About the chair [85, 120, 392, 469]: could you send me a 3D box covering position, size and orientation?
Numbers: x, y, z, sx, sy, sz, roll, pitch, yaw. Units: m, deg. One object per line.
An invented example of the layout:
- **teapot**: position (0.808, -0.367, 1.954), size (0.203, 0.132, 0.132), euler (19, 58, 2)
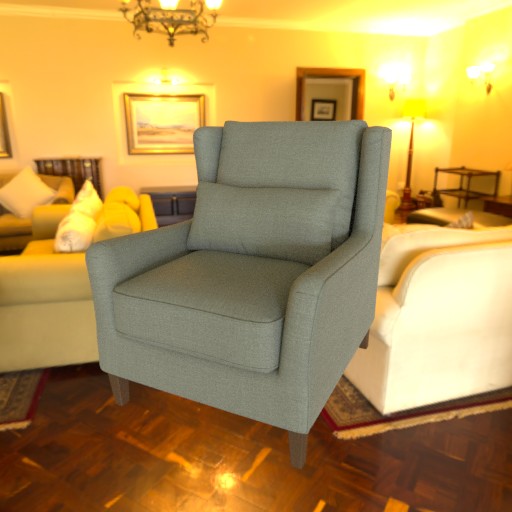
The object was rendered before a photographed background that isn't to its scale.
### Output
- **chair**: position (0.000, 0.000, 1.783), size (0.866, 1.056, 1.040), euler (8, 18, 26)
